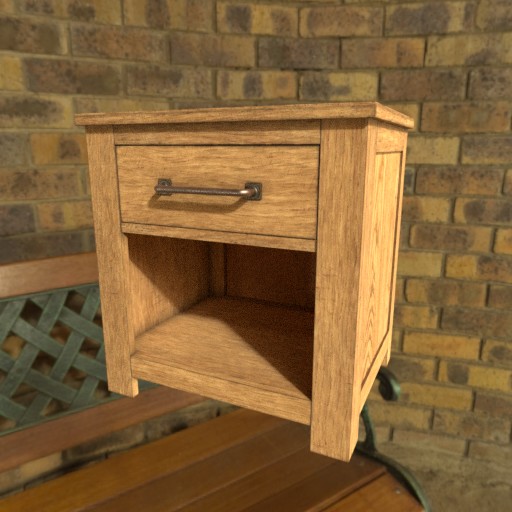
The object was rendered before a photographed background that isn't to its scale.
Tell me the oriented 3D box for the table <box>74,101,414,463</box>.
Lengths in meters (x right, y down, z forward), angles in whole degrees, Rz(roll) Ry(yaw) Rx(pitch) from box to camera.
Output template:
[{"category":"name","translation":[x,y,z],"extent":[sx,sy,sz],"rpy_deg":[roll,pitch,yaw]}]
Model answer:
[{"category":"table","translation":[0.000,0.000,1.038],"extent":[0.601,0.625,0.494],"rpy_deg":[7,15,25]}]
